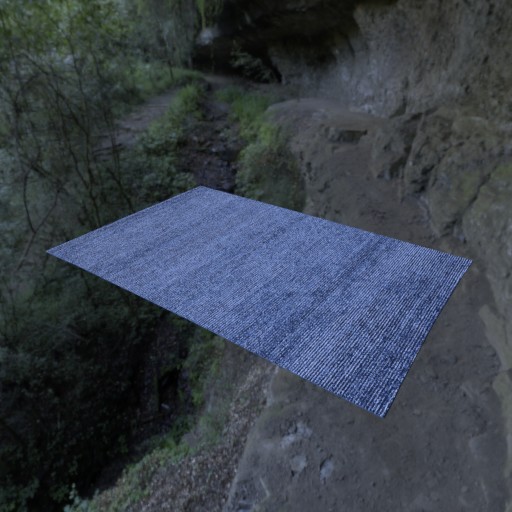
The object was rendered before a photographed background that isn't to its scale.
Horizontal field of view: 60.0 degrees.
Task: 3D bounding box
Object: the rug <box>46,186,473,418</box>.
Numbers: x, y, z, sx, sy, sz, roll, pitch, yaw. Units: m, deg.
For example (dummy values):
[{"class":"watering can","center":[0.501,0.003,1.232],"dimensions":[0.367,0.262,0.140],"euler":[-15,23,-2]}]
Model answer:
[{"class":"rug","center":[0.000,0.000,2.136],"dimensions":[1.740,0.010,1.135],"euler":[19,35,31]}]
